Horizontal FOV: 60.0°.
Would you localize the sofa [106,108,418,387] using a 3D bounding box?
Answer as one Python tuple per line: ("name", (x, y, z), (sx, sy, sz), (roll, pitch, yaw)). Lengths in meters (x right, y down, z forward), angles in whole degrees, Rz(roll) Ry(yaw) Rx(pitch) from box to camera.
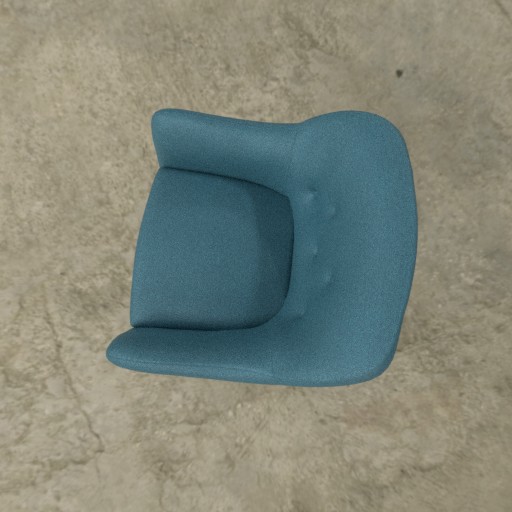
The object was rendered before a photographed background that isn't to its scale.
("sofa", (0.000, 0.000, 1.514), (0.825, 0.817, 0.836), (7, 77, 2))
